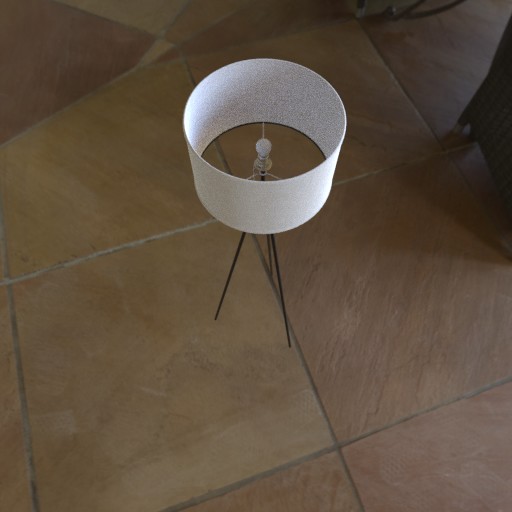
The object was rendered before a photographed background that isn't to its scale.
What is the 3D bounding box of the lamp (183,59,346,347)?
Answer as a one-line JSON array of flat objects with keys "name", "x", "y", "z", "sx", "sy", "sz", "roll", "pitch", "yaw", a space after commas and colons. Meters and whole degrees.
[{"name": "lamp", "x": 0.000, "y": 0.000, "z": 1.795, "sx": 0.458, "sy": 1.545, "sz": 0.448, "roll": -15, "pitch": 65, "yaw": -7}]
